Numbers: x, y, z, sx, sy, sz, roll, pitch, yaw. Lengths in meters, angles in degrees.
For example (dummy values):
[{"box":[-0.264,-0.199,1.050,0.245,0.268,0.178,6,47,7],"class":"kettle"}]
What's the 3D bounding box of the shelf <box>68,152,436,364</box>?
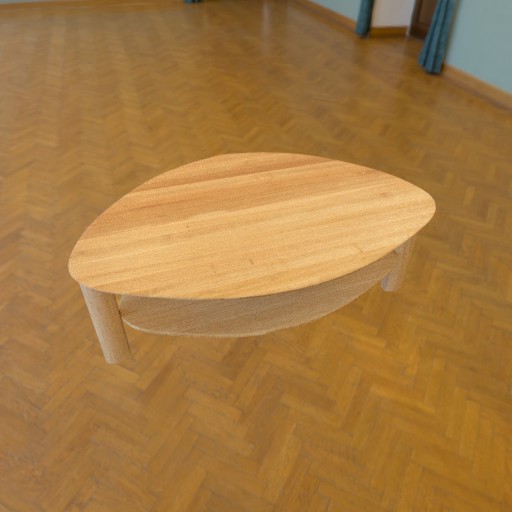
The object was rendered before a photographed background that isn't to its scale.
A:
[{"box":[0.000,0.000,1.682,1.246,0.440,0.845,-12,41,-14],"class":"shelf"}]
